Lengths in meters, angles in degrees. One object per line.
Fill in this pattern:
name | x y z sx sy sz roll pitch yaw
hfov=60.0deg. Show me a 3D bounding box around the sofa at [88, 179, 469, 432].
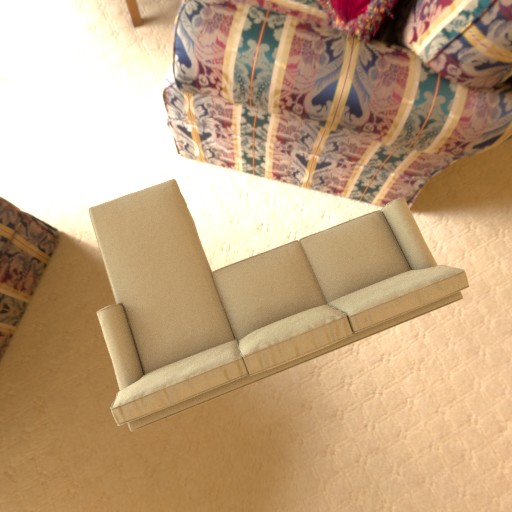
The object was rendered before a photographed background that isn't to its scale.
sofa | 0.000 0.000 3.388 2.475 0.978 1.733 -20 75 -6
